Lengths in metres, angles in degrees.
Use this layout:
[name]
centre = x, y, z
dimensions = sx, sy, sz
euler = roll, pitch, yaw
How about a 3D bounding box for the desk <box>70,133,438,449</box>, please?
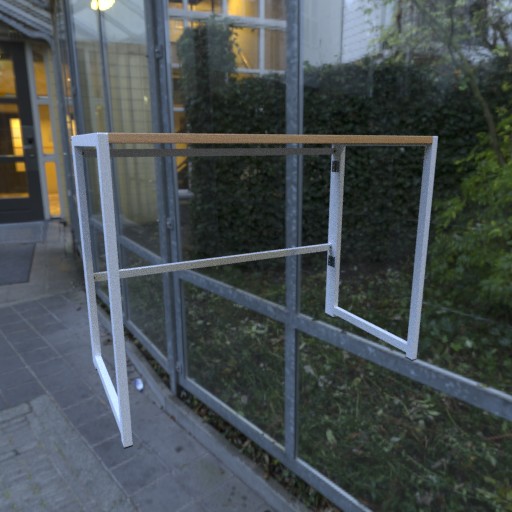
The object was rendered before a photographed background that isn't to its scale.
[desk]
centre = 0.000, 0.000, 1.459
dimensions = 1.016, 0.762, 0.508
euler = -7, 16, -27
